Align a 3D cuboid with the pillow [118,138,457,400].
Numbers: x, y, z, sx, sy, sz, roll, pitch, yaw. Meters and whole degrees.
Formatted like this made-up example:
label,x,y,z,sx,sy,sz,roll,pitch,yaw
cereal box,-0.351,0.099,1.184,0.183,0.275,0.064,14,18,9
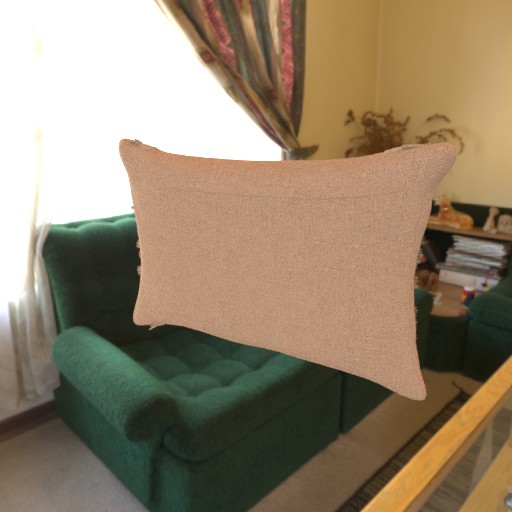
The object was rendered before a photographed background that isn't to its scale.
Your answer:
label,x,y,z,sx,sy,sz,roll,pitch,yaw
pillow,0.000,0.000,0.596,0.466,0.305,0.084,8,17,27
